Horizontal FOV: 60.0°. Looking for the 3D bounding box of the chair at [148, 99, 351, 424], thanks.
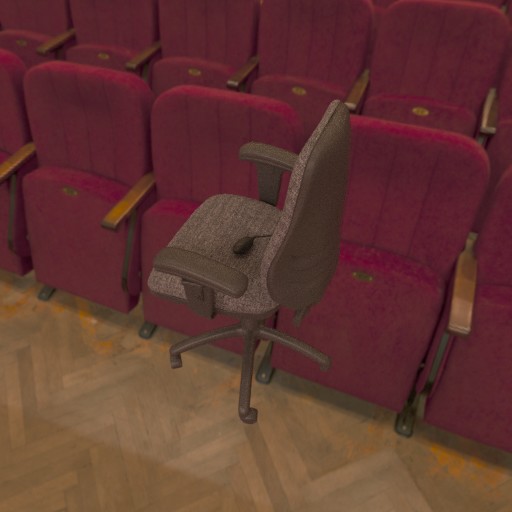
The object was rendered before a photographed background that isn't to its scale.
[{"bbox_3d":[0.000,0.000,1.223,0.530,0.910,0.550,17,49,15],"label":"chair"}]
